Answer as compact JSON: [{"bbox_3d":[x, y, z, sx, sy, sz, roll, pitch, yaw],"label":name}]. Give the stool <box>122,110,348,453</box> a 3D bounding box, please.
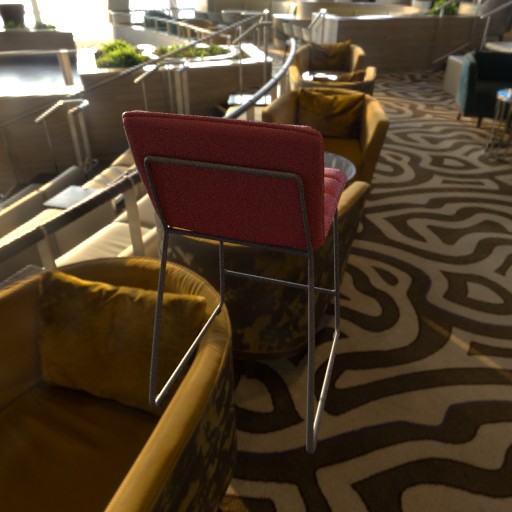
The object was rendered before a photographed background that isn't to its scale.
[{"bbox_3d":[0.000,0.000,1.204,0.489,0.866,0.524,10,34,15],"label":"stool"}]
